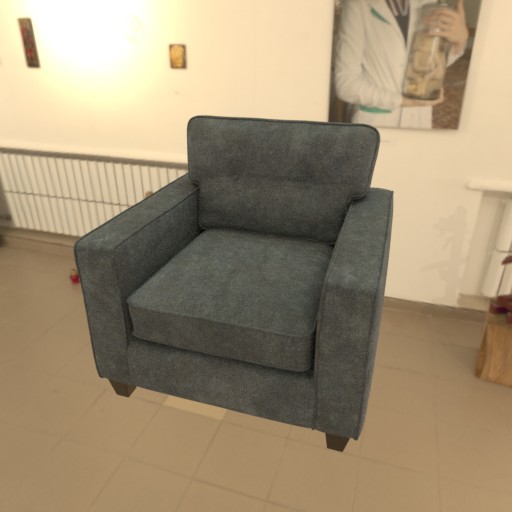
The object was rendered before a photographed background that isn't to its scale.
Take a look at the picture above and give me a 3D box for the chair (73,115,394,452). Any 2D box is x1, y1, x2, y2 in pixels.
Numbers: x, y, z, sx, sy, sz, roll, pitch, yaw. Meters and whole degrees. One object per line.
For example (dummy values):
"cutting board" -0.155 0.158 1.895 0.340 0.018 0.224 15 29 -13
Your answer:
"chair" 0.000 0.000 1.773 1.015 0.965 0.939 8 28 16
